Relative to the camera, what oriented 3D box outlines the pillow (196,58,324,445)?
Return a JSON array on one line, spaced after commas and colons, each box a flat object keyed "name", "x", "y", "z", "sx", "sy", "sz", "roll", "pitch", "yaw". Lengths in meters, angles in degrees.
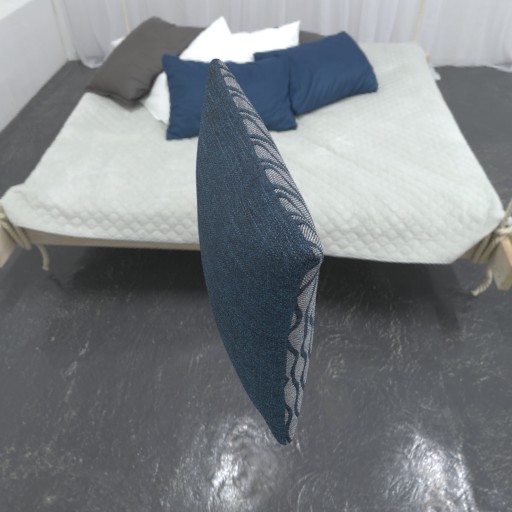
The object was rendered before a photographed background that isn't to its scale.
[{"name": "pillow", "x": 0.000, "y": 0.000, "z": 0.674, "sx": 0.159, "sy": 0.435, "sz": 0.435, "roll": -12, "pitch": 46, "yaw": -11}]
